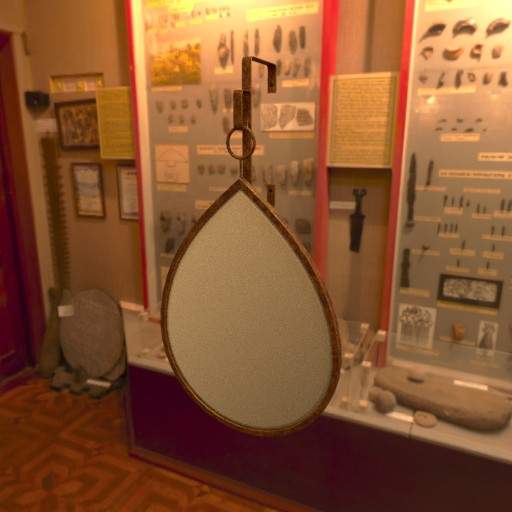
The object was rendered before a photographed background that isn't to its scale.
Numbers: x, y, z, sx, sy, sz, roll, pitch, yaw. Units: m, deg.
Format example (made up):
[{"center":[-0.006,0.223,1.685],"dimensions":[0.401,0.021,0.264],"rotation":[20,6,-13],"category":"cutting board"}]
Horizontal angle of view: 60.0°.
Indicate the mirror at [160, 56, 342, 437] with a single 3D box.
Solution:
[{"center":[0.000,0.000,0.906],"dimensions":[0.405,0.744,0.144],"rotation":[7,17,26],"category":"mirror"}]
